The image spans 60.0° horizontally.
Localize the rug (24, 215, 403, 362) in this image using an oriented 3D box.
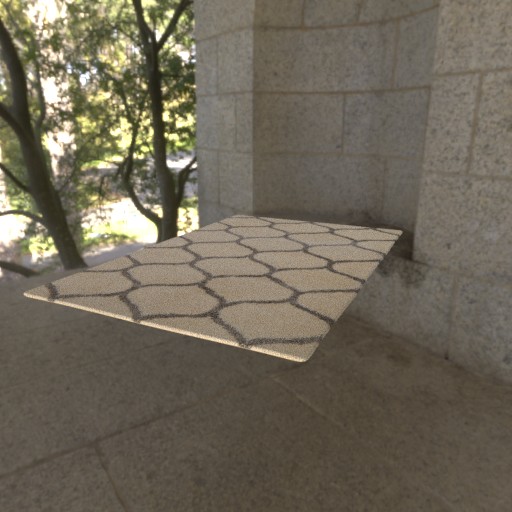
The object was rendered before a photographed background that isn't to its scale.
[{"bbox_3d":[0.000,0.000,3.439,1.801,0.026,2.701,8,18,25],"label":"rug"}]
